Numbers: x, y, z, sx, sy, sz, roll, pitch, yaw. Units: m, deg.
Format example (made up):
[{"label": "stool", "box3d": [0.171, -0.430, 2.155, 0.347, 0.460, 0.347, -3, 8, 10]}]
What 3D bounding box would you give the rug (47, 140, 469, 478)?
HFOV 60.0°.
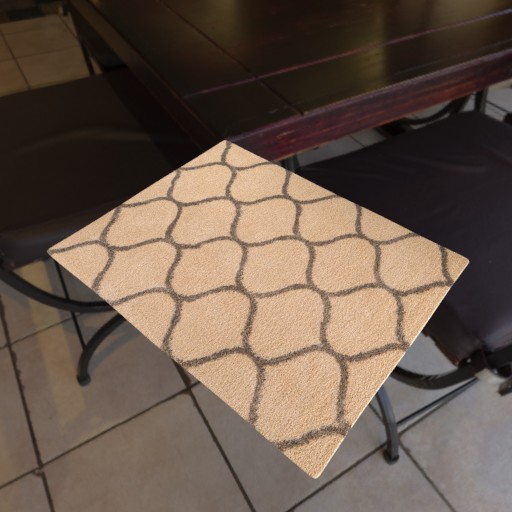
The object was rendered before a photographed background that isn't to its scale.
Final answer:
[{"label": "rug", "box3d": [0.000, 0.000, 4.005, 3.000, 0.026, 2.399, 32, 55, 26]}]
